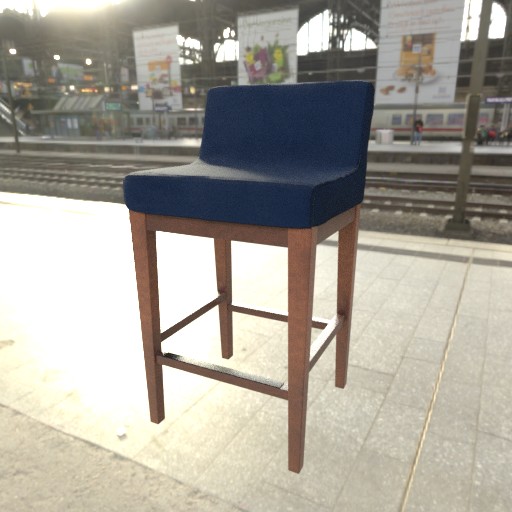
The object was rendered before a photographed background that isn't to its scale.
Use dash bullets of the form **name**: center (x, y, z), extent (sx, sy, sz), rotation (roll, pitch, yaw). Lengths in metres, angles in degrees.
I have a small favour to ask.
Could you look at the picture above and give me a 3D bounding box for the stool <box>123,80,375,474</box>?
- **stool**: center (0.000, 0.000, 1.255), extent (0.511, 0.945, 0.516), rotation (8, 18, 25)
